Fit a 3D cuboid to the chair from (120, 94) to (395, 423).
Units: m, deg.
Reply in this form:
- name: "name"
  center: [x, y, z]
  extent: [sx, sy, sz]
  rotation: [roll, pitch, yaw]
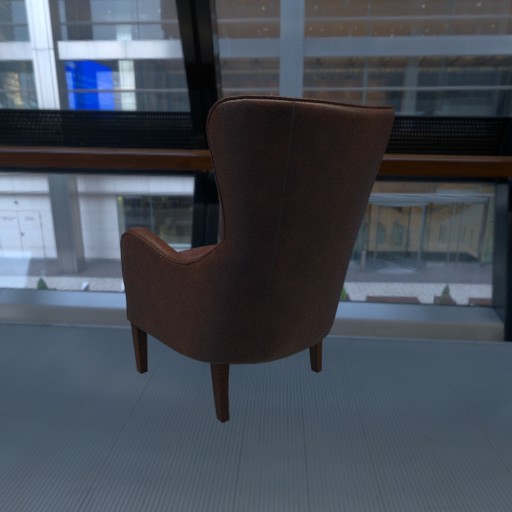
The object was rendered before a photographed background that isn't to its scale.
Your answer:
- name: "chair"
  center: [0.000, 0.000, 1.634]
  extent: [0.692, 1.048, 0.914]
  rotation: [-13, 20, -41]
